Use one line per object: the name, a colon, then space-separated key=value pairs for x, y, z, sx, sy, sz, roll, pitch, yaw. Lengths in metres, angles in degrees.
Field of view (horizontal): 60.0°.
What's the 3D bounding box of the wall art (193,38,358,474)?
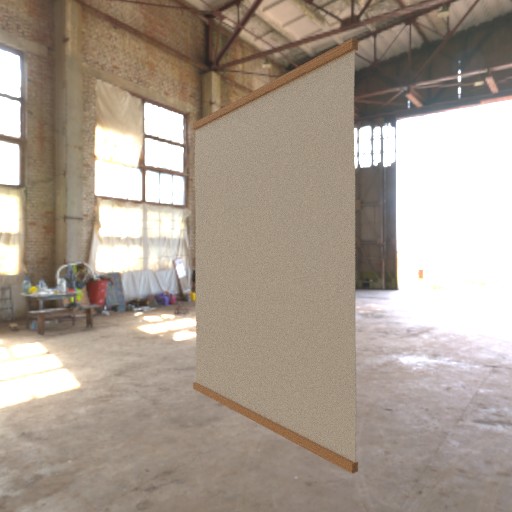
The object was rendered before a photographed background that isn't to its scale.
wall art: x=0.000 y=0.000 z=0.684 sx=0.010 sy=0.507 sz=0.404 roll=0 pitch=0 yaw=-35
